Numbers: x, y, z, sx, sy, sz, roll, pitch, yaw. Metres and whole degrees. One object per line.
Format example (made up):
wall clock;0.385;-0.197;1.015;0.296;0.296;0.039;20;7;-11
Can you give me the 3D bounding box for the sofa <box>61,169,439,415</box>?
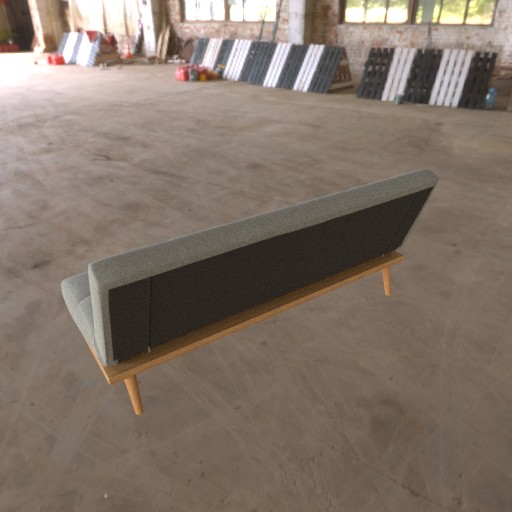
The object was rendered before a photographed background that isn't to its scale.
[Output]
sofa;0.000;0.000;2.322;1.820;0.800;0.800;-19;34;-30
